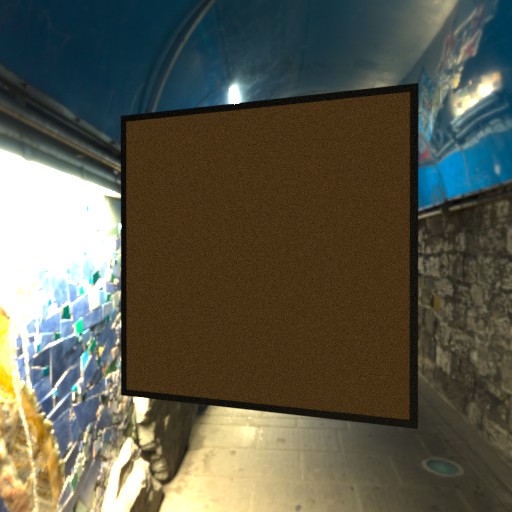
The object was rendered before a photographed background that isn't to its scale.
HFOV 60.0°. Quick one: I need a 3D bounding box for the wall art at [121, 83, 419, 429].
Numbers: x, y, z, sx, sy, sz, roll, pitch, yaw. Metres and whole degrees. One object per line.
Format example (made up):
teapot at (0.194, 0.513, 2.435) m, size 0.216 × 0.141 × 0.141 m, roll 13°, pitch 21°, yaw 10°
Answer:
wall art at (0.000, 0.000, 1.111) m, size 0.763 × 0.763 × 0.038 m, roll 0°, pitch 0°, yaw 18°
